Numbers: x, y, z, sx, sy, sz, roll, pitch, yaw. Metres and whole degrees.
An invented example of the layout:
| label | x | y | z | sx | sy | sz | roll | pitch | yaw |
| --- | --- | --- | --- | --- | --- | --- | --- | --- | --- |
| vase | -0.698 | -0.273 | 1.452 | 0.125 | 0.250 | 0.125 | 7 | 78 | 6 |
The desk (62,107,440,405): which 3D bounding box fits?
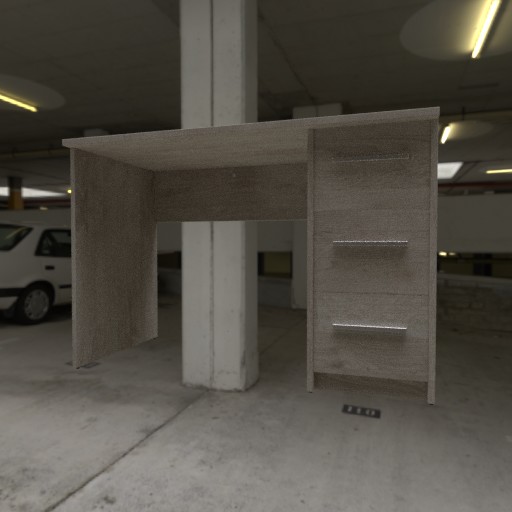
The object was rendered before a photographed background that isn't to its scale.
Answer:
| label | x | y | z | sx | sy | sz | roll | pitch | yaw |
| --- | --- | --- | --- | --- | --- | --- | --- | --- | --- |
| desk | 0.000 | 0.000 | 1.500 | 1.097 | 0.735 | 0.560 | 0 | 2 | 18 |
